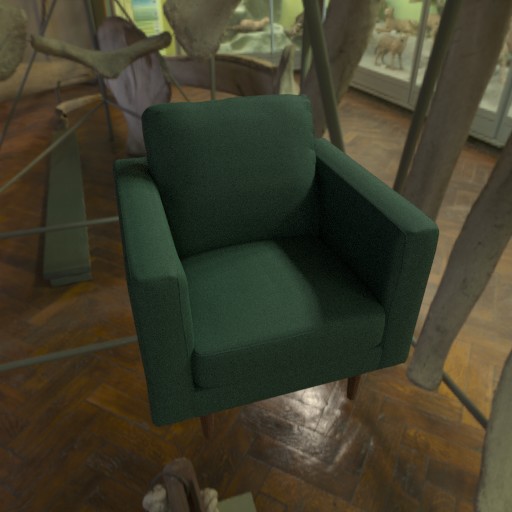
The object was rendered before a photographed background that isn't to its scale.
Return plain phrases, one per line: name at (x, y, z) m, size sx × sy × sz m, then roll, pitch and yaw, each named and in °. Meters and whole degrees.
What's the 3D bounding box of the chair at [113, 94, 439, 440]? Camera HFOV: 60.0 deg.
chair at (0.000, 0.000, 1.522) m, size 0.855 × 0.927 × 0.800 m, roll -10°, pitch 35°, yaw -15°
